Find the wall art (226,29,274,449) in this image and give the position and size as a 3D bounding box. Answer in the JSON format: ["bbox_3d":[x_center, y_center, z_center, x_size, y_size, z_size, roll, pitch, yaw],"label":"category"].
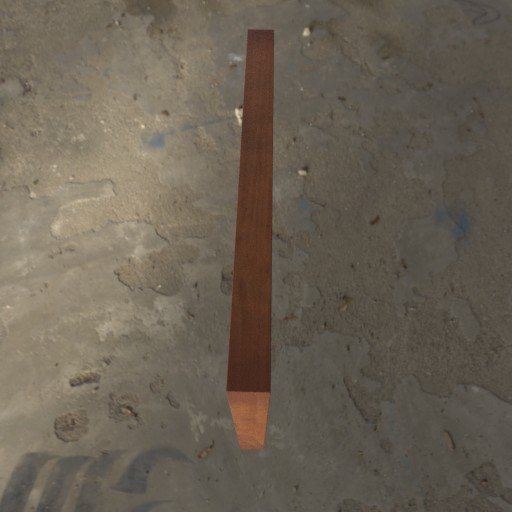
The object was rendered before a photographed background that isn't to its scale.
[{"bbox_3d":[0.000,0.000,0.543,0.030,0.328,0.401,1,60,1],"label":"wall art"}]
